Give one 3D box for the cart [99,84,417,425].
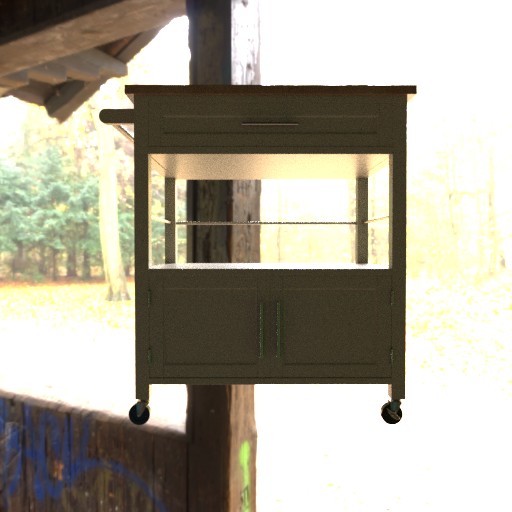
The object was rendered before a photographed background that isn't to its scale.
[{"bbox_3d":[0.000,0.000,1.389,0.840,0.901,0.459,0,1,0],"label":"cart"}]
